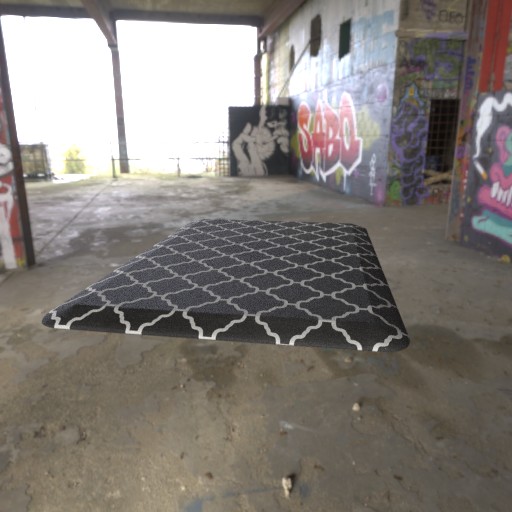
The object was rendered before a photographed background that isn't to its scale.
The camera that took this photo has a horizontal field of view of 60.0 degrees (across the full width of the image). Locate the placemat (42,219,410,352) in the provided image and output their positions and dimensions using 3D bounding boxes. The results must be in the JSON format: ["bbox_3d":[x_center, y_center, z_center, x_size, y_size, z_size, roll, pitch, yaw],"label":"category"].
[{"bbox_3d":[0.000,0.000,0.930,0.508,0.021,0.762,2,15,9],"label":"placemat"}]
